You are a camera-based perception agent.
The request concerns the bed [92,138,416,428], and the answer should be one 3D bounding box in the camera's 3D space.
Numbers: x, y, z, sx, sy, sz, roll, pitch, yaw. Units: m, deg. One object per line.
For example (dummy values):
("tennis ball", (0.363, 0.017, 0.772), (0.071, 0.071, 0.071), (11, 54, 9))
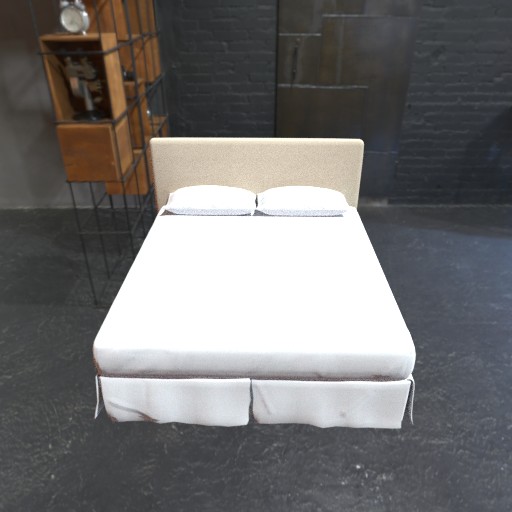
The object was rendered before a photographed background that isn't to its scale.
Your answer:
("bed", (0.000, 0.000, 3.584), (2.119, 1.317, 2.319), (1, 30, 1))
